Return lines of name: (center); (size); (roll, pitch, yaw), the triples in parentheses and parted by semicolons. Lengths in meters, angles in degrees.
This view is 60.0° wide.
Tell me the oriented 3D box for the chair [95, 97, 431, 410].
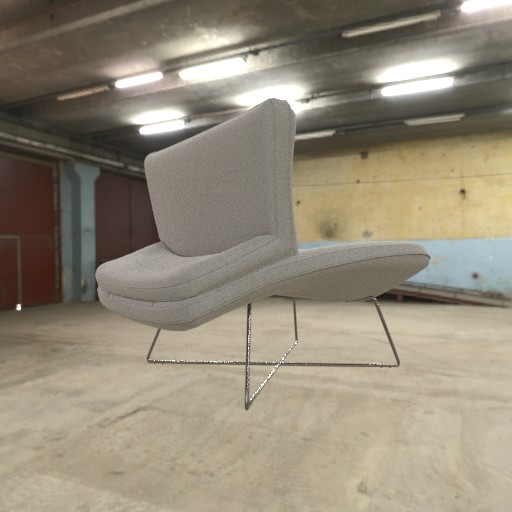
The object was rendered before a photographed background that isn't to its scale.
chair: (0.000, 0.000, 1.657); (1.008, 0.855, 0.859); (0, 0, -36)
